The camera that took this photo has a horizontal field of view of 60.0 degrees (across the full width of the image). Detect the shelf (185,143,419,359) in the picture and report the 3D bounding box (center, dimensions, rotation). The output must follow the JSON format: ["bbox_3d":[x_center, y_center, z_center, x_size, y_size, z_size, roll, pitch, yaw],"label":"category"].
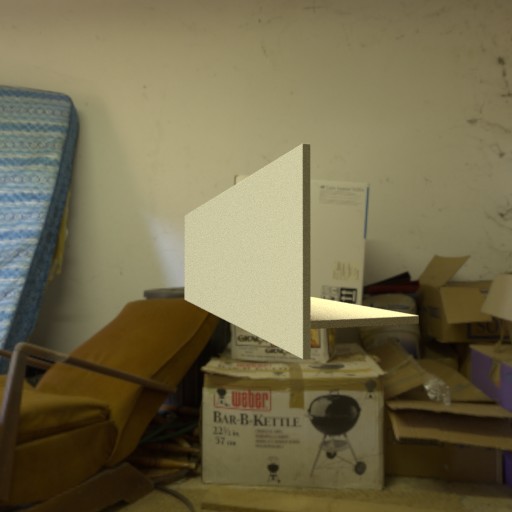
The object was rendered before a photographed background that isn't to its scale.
[{"bbox_3d":[0.000,0.000,1.129,0.200,0.300,1.020,0,-1,-18],"label":"shelf"}]
